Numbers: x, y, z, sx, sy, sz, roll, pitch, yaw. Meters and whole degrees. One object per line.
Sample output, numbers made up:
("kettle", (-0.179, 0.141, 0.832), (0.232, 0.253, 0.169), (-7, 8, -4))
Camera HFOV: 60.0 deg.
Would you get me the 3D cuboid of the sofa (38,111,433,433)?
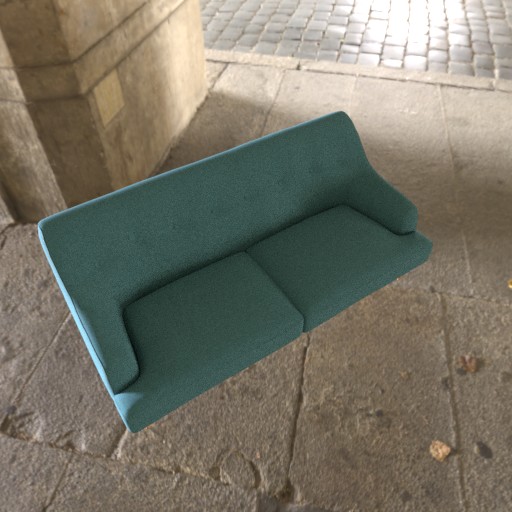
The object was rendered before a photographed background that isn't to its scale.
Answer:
("sofa", (0.000, 0.000, 2.587), (2.057, 0.871, 0.978), (-26, 52, -22))
